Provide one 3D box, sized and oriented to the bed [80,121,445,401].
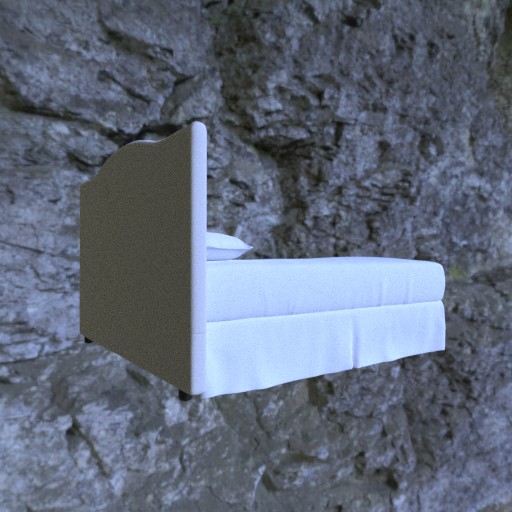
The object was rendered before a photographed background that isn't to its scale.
[{"bbox_3d":[0.000,0.000,3.488,2.182,1.421,2.083,0,0,-35],"label":"bed"}]
